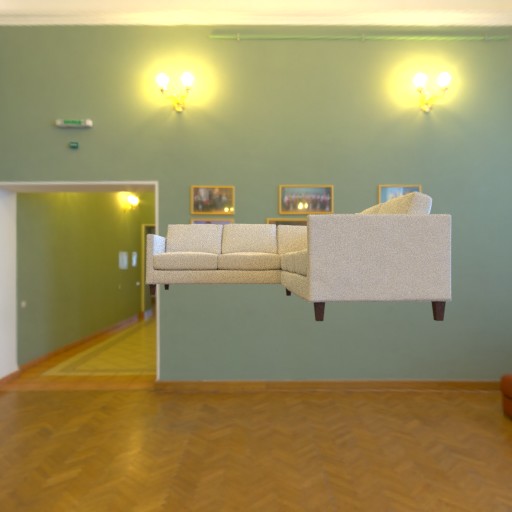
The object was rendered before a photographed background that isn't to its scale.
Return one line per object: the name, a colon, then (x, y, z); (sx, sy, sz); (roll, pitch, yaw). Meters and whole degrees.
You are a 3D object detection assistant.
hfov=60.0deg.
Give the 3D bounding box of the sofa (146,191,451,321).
sofa: (0.000, 0.000, 4.371); (2.432, 0.863, 3.182); (0, -1, -1)
